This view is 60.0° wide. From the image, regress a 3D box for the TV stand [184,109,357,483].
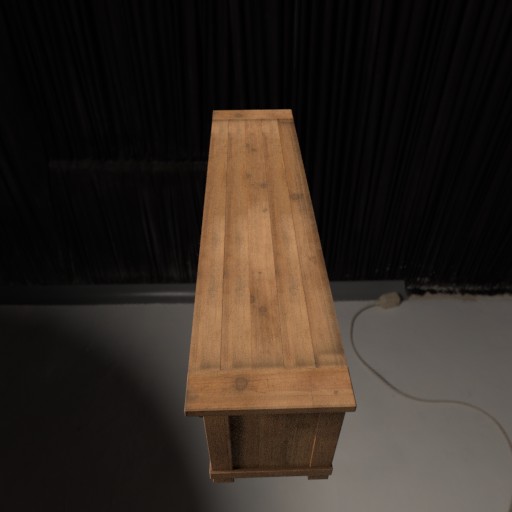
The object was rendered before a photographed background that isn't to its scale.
[{"bbox_3d":[0.000,0.000,1.972,0.453,0.573,1.804,-1,41,-1],"label":"TV stand"}]
